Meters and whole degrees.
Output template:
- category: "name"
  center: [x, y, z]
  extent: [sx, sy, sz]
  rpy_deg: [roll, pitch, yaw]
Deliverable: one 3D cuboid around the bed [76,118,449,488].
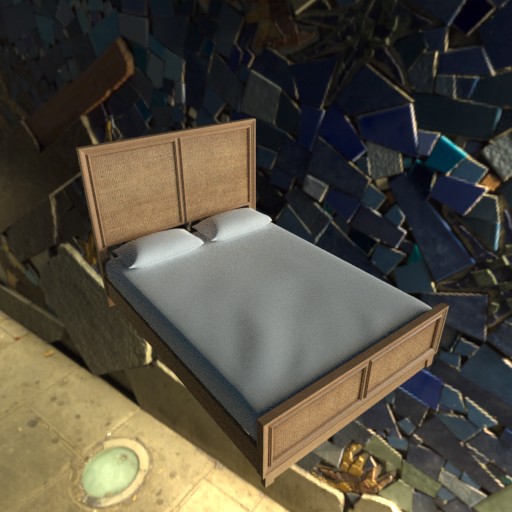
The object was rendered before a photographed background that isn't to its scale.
- category: "bed"
  center: [0.000, 0.000, 3.230]
  extent: [1.606, 1.387, 2.184]
  rpy_deg: [-21, 36, -32]
